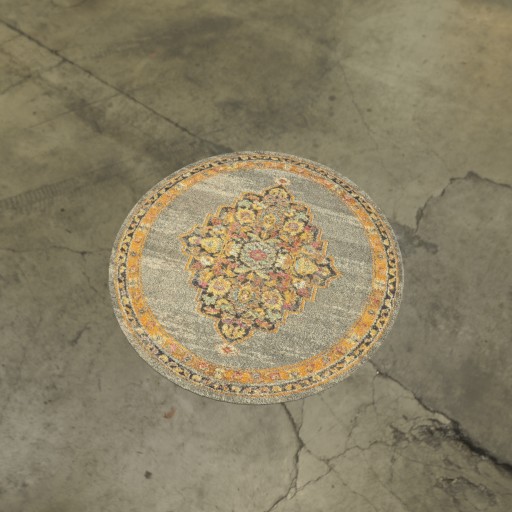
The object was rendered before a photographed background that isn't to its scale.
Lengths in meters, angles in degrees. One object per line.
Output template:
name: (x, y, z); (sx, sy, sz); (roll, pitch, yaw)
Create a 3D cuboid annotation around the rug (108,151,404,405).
rug: (0.000, 0.000, 2.435); (1.598, 0.010, 1.598); (0, 58, 0)
